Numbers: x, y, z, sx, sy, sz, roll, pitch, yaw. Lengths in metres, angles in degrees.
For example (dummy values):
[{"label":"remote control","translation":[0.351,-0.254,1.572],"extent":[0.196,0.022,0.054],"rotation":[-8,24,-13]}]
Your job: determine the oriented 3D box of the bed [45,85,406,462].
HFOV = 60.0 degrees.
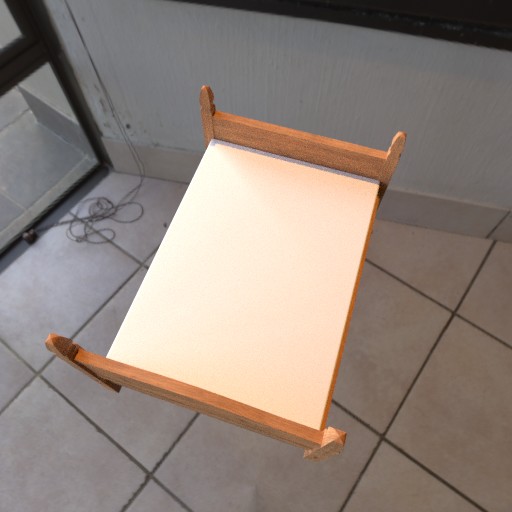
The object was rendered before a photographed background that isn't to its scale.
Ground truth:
[{"label":"bed","translation":[0.000,0.000,2.919],"extent":[1.490,1.100,2.069],"rotation":[16,64,8]}]
